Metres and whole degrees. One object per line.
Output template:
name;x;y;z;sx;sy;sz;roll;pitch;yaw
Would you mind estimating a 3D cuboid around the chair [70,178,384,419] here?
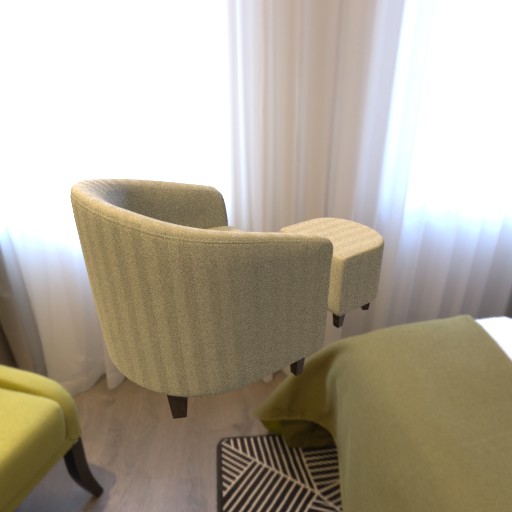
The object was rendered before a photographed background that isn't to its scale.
chair;0.000;0.000;1.764;1.288;0.757;0.756;-18;31;-32
